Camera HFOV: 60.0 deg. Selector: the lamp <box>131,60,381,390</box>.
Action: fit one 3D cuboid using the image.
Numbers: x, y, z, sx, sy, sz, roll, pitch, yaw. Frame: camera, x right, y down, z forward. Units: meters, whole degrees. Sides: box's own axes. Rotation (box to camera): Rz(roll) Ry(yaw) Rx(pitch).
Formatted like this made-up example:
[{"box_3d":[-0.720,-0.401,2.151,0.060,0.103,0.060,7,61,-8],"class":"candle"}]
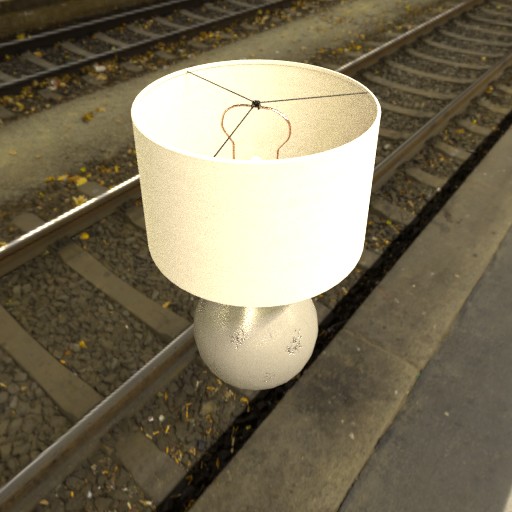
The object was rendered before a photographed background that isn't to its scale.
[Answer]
[{"box_3d":[0.000,0.000,0.728,0.330,0.521,0.330,0,42,0],"class":"lamp"}]
